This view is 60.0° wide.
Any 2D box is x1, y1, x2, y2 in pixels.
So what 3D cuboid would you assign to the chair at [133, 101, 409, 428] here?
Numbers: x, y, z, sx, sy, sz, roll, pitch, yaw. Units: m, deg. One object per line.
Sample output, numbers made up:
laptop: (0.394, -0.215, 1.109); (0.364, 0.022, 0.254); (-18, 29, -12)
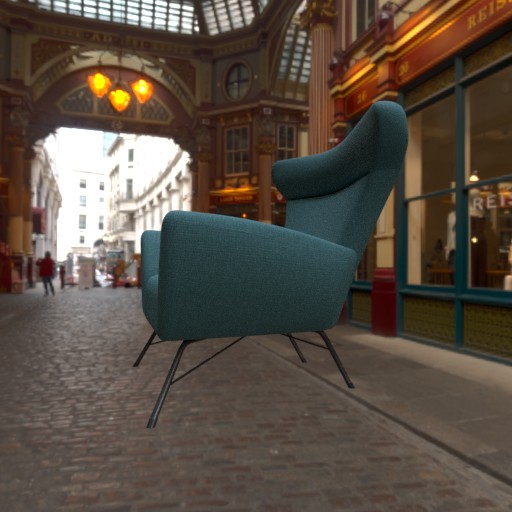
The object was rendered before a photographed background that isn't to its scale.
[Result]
chair: (0.000, 0.000, 1.750); (0.900, 0.980, 1.050); (0, -1, -18)
